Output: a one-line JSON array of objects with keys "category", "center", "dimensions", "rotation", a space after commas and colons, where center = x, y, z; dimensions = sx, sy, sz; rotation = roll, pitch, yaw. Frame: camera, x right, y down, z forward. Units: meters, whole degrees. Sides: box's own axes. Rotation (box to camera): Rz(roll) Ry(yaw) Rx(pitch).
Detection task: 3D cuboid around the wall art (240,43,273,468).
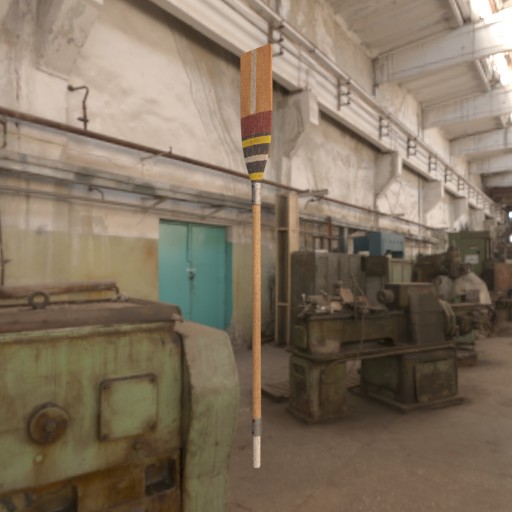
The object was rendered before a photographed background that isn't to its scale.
[{"category": "wall art", "center": [0.000, 0.000, 1.652], "dimensions": [0.146, 1.556, 0.038], "rotation": [-1, -1, 38]}]
